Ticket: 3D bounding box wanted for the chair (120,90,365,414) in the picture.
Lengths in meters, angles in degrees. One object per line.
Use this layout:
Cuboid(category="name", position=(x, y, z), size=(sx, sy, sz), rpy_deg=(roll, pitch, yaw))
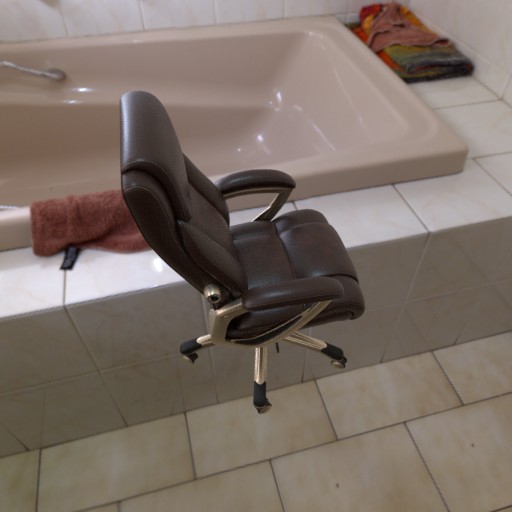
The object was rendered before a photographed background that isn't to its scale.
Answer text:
Cuboid(category="chair", position=(0.000, 0.000, 1.642), size=(0.749, 1.194, 0.692), rpy_deg=(-9, 47, -8))
